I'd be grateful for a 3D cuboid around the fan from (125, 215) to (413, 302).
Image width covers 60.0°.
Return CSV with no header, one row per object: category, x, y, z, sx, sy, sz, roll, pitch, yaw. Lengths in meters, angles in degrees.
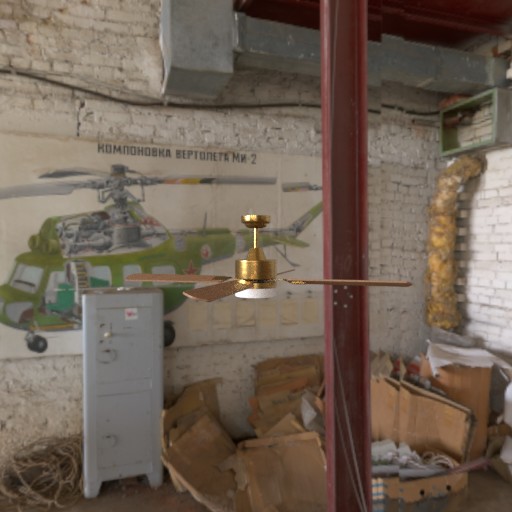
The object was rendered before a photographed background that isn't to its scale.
fan,0.000,0.000,1.976,1.320,0.355,1.320,1,2,17
